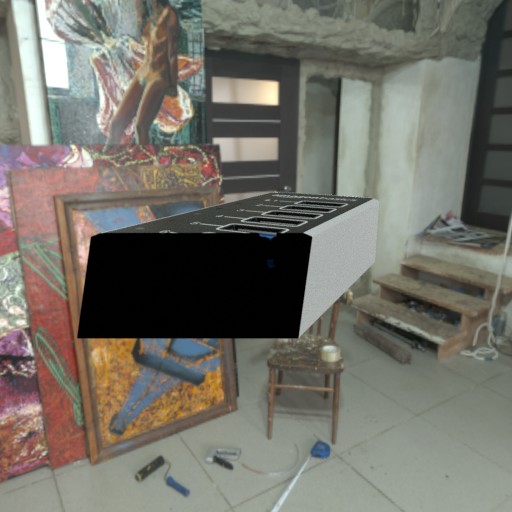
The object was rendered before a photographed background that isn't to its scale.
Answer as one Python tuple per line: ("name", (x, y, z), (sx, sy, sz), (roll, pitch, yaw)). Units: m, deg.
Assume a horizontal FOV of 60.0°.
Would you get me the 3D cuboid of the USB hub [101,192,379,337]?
("USB hub", (0.000, 0.000, 0.125), (0.044, 0.023, 0.110), (8, 17, 27))
